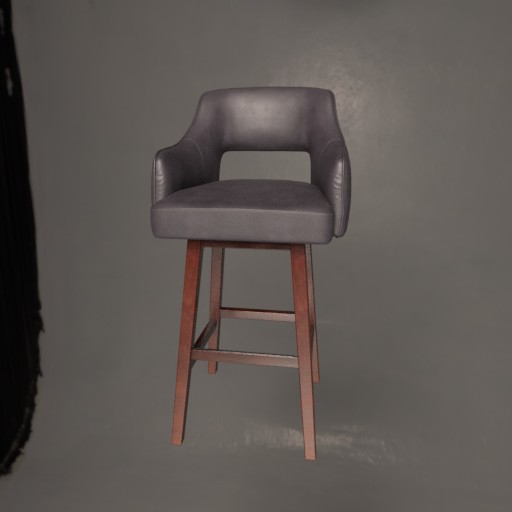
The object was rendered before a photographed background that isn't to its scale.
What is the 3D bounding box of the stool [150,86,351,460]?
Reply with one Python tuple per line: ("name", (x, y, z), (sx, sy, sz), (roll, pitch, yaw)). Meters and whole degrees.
("stool", (0.000, 0.000, 1.382), (0.550, 1.041, 0.560), (2, 16, 9))
